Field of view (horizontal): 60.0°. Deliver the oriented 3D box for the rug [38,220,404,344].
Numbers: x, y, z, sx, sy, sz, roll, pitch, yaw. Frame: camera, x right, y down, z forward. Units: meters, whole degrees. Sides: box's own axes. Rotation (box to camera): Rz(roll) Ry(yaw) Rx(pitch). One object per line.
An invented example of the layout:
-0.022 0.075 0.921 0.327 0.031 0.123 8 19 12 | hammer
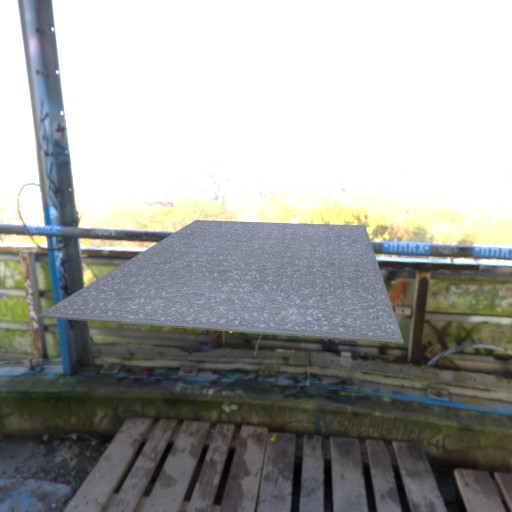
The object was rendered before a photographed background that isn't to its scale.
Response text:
0.000 0.000 2.303 1.221 0.006 1.827 3 15 9 | rug
